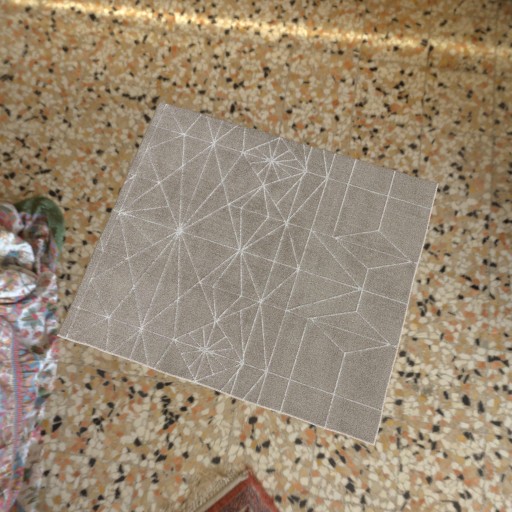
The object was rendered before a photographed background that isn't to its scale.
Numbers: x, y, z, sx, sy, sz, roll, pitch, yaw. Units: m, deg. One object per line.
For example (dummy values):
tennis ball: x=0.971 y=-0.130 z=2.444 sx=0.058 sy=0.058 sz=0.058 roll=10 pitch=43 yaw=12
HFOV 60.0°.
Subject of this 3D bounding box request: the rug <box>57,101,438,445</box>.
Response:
rug: x=0.000 y=0.000 z=0.902 sx=0.639 sy=0.006 sz=0.548 roll=18 pitch=76 yaw=4
